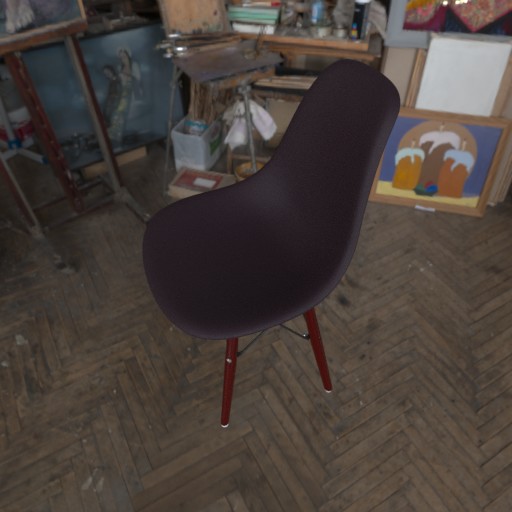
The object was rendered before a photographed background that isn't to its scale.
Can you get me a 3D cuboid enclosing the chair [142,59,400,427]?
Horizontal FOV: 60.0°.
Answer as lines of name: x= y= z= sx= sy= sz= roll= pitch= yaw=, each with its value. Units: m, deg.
chair: x=0.000 y=0.000 z=1.096 sx=0.533 sy=0.826 sz=0.470 roll=-17 pitch=48 yaw=-16
